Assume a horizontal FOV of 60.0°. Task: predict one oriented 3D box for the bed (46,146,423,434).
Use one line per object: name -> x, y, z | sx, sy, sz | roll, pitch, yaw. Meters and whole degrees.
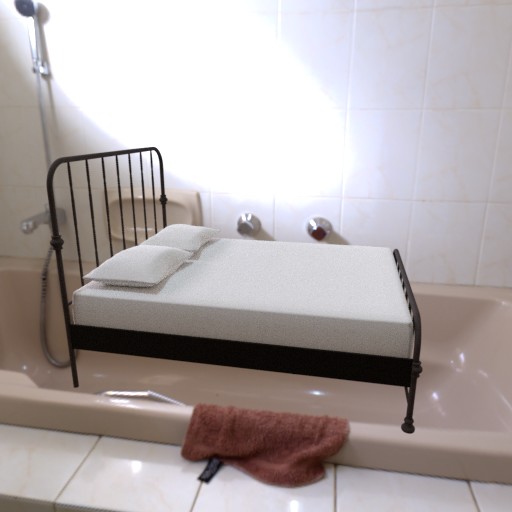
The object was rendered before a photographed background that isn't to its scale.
bed -> 0.000, 0.000, 3.184 | 2.134, 1.446, 1.616 | 4, 17, 12
